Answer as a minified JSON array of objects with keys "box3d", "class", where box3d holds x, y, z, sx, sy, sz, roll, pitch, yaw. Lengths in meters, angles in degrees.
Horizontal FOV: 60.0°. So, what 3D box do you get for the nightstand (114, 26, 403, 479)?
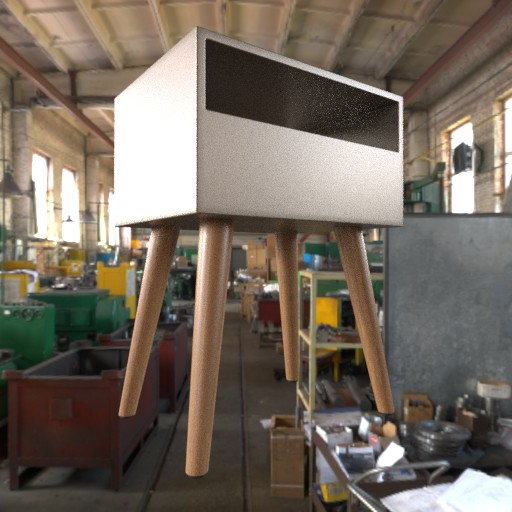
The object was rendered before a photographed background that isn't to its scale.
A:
[{"box3d":[0.000,0.000,0.713,0.370,0.508,0.288,0,0,-36],"class":"nightstand"}]
